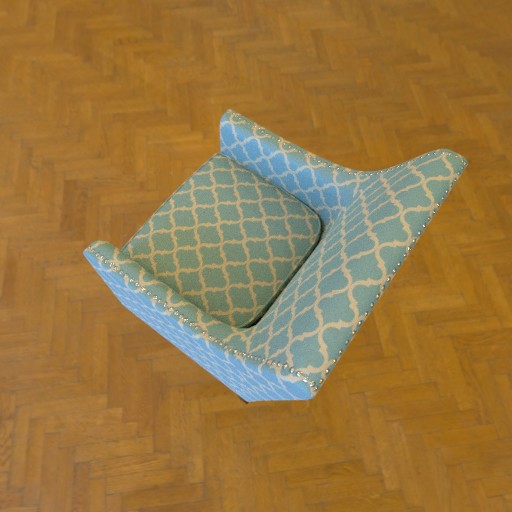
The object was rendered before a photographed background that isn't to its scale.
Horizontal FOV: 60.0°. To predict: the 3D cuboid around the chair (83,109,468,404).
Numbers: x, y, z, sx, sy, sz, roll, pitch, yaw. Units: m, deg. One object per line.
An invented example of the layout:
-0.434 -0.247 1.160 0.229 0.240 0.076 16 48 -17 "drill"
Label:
0.000 0.000 1.269 0.686 0.817 0.617 34 69 15 "chair"
